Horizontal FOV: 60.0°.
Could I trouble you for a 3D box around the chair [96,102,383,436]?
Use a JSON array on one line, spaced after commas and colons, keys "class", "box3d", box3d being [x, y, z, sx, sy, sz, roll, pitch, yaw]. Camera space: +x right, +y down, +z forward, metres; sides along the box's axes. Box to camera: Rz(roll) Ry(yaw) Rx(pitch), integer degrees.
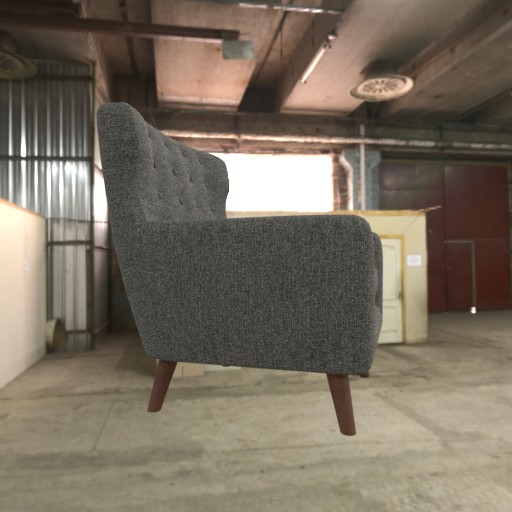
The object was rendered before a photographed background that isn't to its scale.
[{"class": "chair", "box3d": [0.000, 0.000, 1.741, 0.940, 1.039, 0.889, 0, -1, 18]}]
